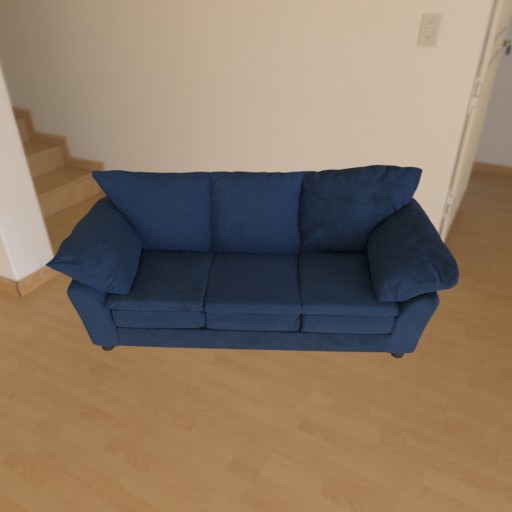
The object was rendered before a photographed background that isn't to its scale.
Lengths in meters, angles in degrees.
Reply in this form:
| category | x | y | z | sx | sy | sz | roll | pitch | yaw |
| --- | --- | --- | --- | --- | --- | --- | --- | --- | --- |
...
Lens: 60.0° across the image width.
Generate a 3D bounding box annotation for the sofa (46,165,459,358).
| category | x | y | z | sx | sy | sz | roll | pitch | yaw |
| --- | --- | --- | --- | --- | --- | --- | --- | --- | --- |
| sofa | 0.000 | 0.000 | 2.961 | 2.390 | 1.091 | 0.907 | 1 | 31 | 2 |
